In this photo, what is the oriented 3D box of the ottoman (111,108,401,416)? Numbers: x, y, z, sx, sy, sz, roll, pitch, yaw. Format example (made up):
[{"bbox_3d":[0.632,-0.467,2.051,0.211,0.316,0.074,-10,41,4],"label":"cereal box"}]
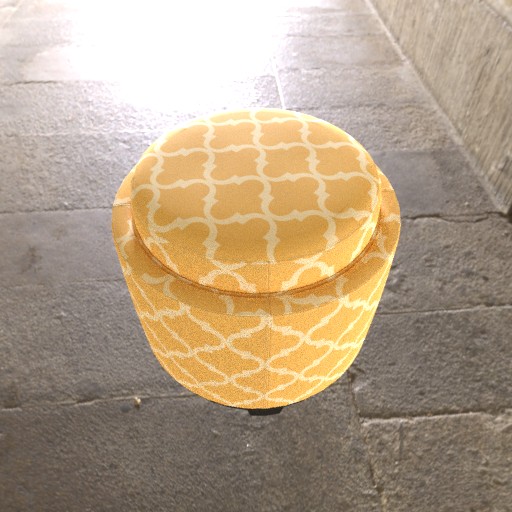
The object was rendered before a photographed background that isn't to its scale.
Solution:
[{"bbox_3d":[0.000,0.000,0.844,0.480,0.429,0.480,0,48,0],"label":"ottoman"}]
